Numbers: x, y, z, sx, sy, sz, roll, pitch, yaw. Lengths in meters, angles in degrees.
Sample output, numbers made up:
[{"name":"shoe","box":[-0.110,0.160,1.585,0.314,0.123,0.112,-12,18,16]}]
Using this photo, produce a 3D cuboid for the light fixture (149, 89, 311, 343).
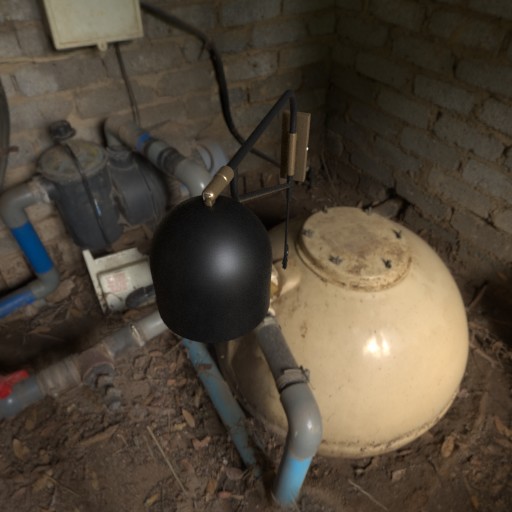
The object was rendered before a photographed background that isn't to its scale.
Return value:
[{"name":"light fixture","box":[0.000,0.000,1.098,0.215,0.696,0.720,12,44,13]}]
